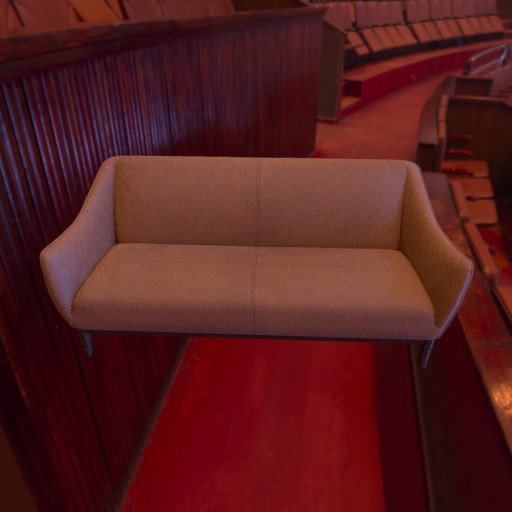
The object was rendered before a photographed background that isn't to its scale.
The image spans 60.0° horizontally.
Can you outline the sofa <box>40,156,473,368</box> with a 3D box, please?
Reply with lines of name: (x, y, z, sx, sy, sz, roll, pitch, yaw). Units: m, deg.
sofa: (0.000, 0.000, 2.383, 1.928, 0.830, 0.869, 1, 31, 2)
